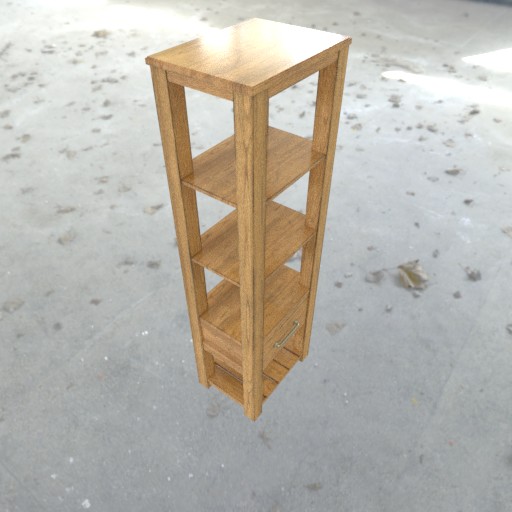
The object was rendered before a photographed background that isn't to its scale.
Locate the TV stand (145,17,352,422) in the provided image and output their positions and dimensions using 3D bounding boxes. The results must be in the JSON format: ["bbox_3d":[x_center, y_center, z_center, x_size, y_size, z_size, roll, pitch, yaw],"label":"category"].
[{"bbox_3d":[0.000,0.000,2.049,0.435,1.828,0.565,27,48,26],"label":"TV stand"}]
